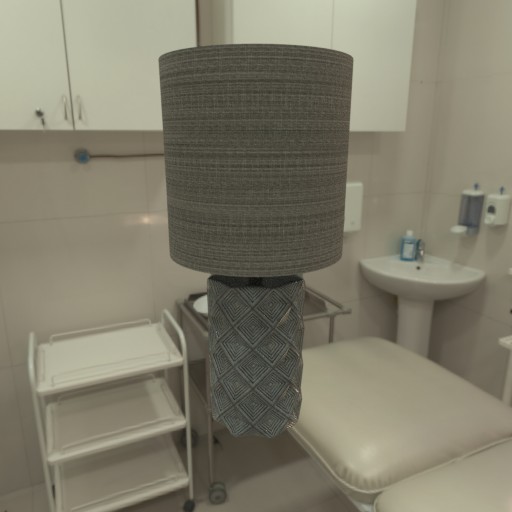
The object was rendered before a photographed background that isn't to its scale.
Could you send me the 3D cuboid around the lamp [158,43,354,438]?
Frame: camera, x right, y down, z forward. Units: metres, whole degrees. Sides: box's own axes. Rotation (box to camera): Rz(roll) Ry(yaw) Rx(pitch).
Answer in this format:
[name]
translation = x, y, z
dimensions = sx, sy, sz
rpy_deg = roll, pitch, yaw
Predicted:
[lamp]
translation = 0.000, 0.000, 0.699
dimensions = 0.269, 0.566, 0.268
rpy_deg = -7, 17, -25
